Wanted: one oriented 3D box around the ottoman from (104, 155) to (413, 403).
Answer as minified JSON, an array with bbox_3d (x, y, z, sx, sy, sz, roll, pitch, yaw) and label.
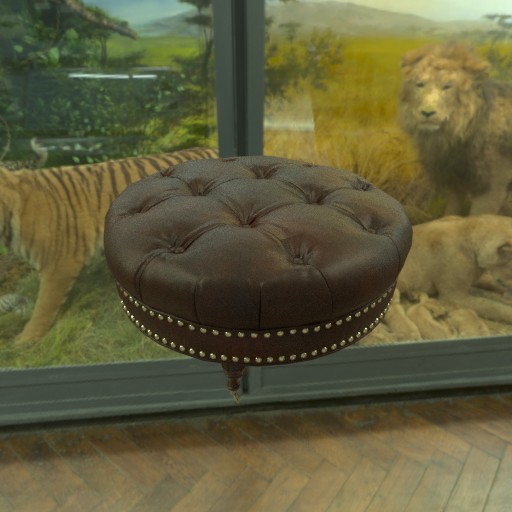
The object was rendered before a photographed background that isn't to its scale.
[{"bbox_3d":[0.000,0.000,1.385,0.901,0.455,0.901,0,30,0],"label":"ottoman"}]
